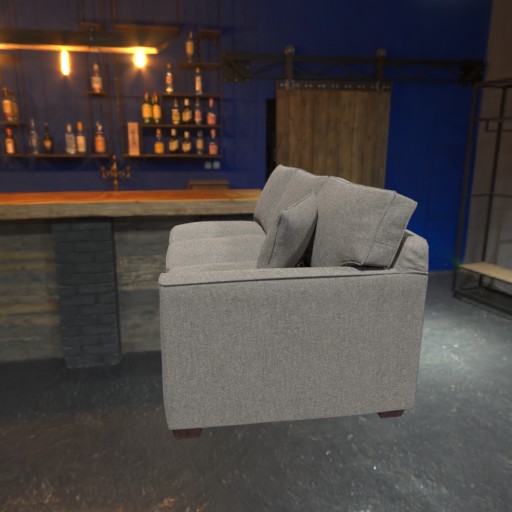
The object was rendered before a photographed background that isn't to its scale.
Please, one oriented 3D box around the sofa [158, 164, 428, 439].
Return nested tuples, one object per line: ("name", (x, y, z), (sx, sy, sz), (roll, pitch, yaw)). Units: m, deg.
("sofa", (0.000, 0.000, 2.557), (1.034, 0.946, 1.963), (-2, 15, -9))
